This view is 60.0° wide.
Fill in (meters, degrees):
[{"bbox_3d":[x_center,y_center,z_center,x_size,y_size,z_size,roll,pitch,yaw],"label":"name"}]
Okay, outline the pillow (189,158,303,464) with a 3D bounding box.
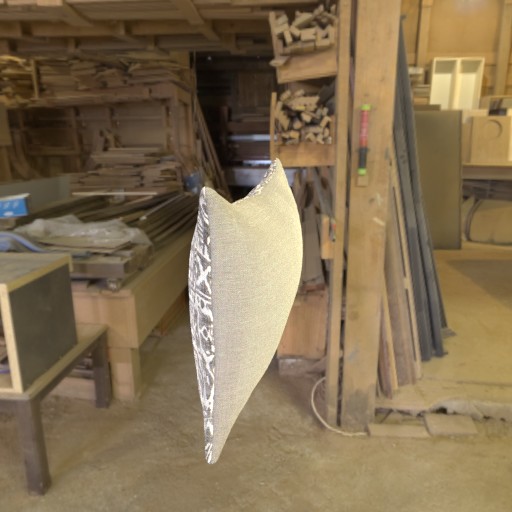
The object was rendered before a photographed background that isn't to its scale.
[{"bbox_3d":[0.000,0.000,0.728,0.148,0.290,0.631,2,15,9],"label":"pillow"}]
